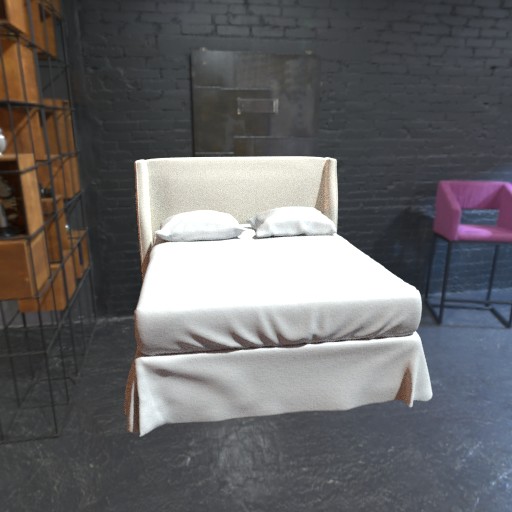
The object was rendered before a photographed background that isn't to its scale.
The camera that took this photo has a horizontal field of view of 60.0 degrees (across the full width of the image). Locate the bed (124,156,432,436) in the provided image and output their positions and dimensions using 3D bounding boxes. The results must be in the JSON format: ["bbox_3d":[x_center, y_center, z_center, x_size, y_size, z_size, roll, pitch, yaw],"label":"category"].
[{"bbox_3d":[0.000,0.000,3.387,1.925,1.332,2.276,-3,17,-9],"label":"bed"}]
